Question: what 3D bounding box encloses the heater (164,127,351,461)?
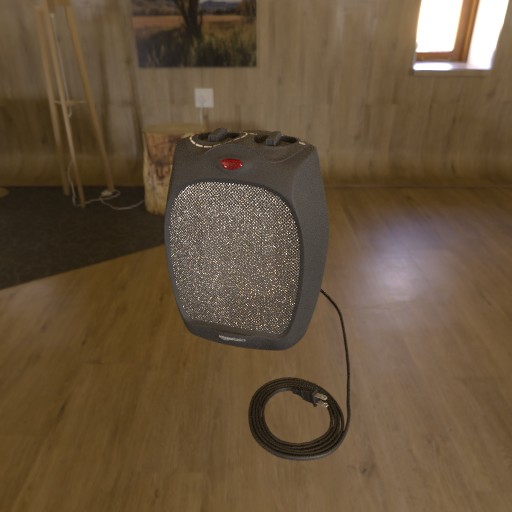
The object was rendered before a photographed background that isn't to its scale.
[{"bbox_3d":[0.000,0.000,0.474,0.239,0.240,0.291,8,29,14],"label":"heater"}]
